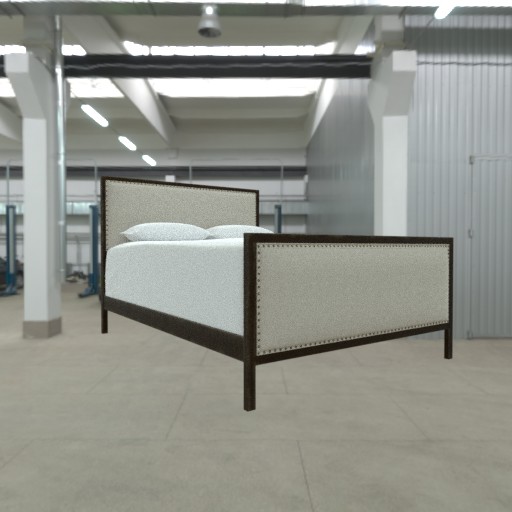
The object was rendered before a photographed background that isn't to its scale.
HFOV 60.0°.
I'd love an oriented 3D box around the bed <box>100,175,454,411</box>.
[{"bbox_3d":[0.000,0.000,3.264,1.607,1.313,2.221,-1,1,-35],"label":"bed"}]
